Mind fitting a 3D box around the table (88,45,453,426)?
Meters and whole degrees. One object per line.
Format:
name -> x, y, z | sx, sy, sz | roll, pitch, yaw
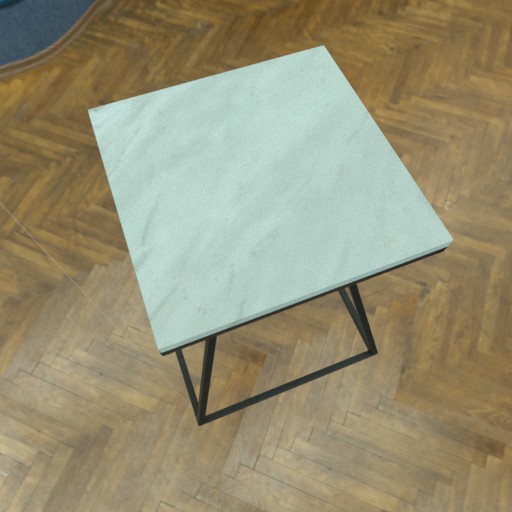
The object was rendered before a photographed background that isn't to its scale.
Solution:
table -> 0.000, 0.000, 0.887 | 0.455, 0.559, 0.455 | -19, 65, -9
